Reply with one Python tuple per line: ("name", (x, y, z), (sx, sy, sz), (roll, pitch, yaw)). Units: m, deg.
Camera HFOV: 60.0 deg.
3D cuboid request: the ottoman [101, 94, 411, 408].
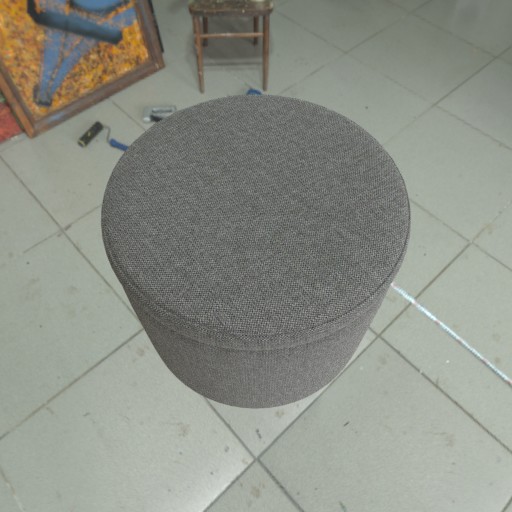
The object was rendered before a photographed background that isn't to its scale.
("ottoman", (0.000, 0.000, 0.903), (0.520, 0.430, 0.520), (0, 58, 0))
